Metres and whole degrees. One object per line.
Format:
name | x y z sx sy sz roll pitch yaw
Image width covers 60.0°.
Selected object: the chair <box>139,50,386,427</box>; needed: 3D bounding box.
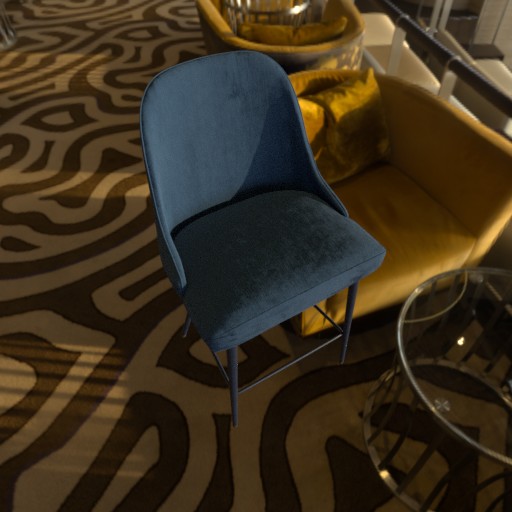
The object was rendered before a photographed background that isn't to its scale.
chair | 0.000 0.000 1.239 0.526 0.927 0.489 -24 51 -21
